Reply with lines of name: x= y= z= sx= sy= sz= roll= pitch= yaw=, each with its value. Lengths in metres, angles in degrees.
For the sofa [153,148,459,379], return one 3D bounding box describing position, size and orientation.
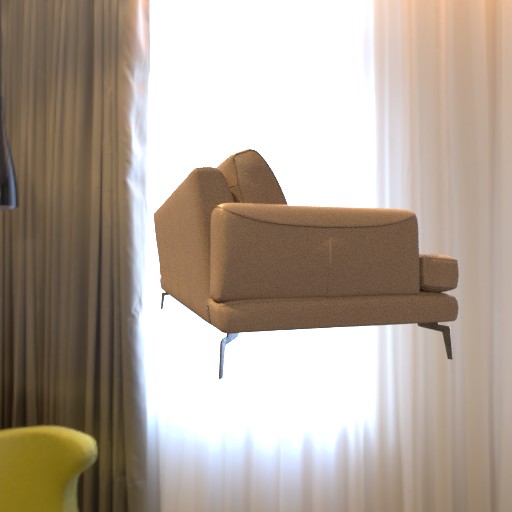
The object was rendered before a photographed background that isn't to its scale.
sofa: x=0.000 y=0.000 z=2.393 sx=0.974 sy=0.765 sz=1.940 roll=0 pitch=0 yaw=-18
